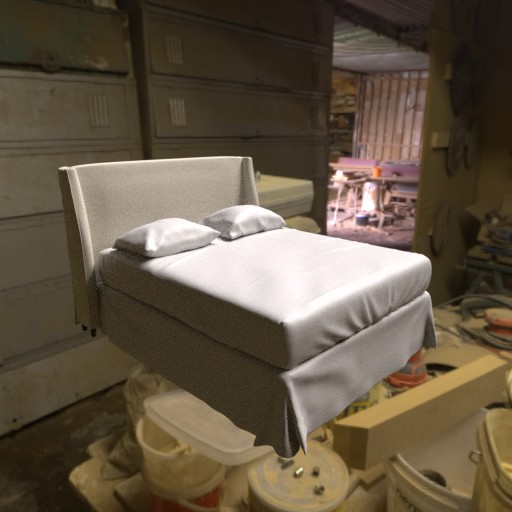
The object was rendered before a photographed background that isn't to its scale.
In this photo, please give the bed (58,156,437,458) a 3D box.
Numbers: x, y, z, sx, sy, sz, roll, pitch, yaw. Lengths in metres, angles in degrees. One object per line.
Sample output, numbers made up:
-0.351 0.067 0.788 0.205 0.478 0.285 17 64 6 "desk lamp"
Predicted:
0.000 0.000 3.336 2.276 1.332 1.925 15 22 42 "bed"
